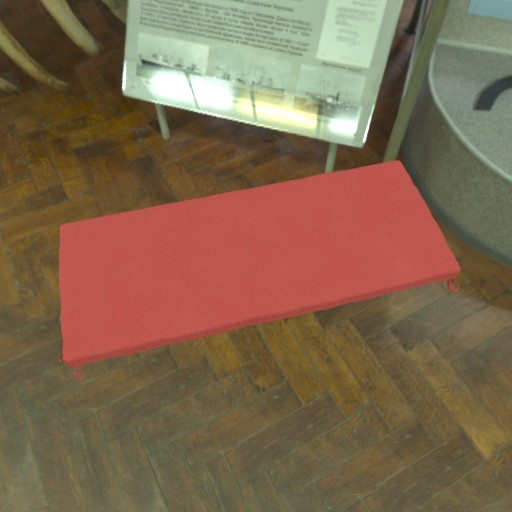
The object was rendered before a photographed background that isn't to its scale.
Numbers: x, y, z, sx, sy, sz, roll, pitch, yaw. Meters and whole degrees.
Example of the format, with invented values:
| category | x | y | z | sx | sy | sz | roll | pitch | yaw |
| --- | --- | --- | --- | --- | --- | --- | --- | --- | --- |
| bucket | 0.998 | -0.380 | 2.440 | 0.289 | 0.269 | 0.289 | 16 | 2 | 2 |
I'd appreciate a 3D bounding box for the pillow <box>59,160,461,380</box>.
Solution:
| category | x | y | z | sx | sy | sz | roll | pitch | yaw |
| --- | --- | --- | --- | --- | --- | --- | --- | --- | --- |
| pillow | 0.000 | 0.000 | 1.350 | 1.187 | 0.081 | 0.492 | -12 | 59 | -7 |
